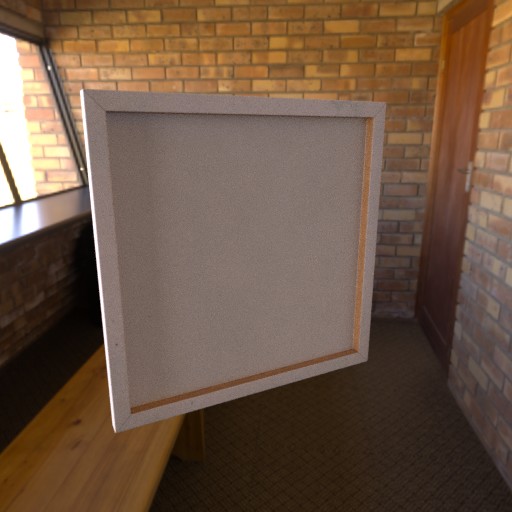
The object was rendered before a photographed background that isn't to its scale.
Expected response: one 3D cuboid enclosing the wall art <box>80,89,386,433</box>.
[{"bbox_3d":[0.000,0.000,1.126,0.762,0.762,0.038,-8,17,-26],"label":"wall art"}]
